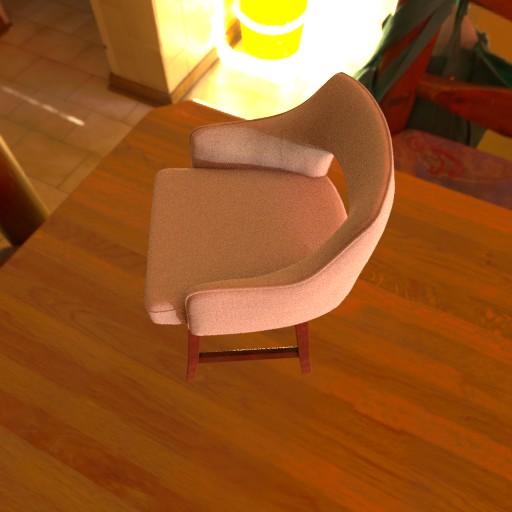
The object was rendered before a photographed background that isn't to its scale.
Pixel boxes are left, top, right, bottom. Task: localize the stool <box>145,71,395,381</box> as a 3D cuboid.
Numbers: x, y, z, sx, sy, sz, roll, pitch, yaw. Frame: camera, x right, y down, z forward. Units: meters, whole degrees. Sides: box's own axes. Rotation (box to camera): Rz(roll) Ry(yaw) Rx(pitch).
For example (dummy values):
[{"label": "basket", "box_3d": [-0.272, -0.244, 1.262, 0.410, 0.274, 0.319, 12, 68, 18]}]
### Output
[{"label": "stool", "box_3d": [0.000, 0.000, 1.285, 0.560, 0.936, 0.550, -3, 58, -2]}]
